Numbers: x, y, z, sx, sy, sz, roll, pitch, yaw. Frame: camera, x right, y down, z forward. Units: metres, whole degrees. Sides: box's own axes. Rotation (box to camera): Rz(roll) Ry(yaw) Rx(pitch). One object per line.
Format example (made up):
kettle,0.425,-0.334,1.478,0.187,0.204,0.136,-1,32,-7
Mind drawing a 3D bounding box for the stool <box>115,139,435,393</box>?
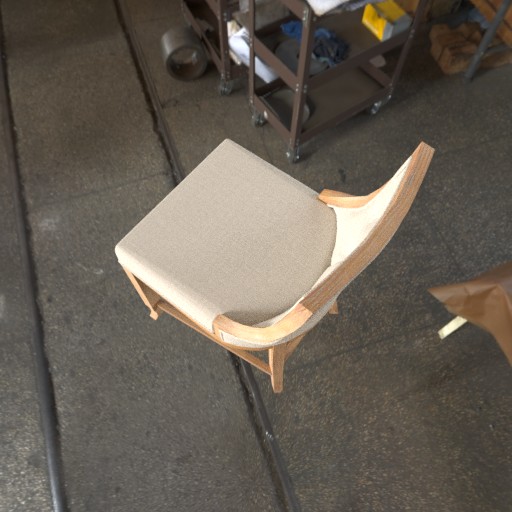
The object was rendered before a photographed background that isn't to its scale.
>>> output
stool,0.000,0.000,1.296,0.626,0.938,0.524,34,68,16
